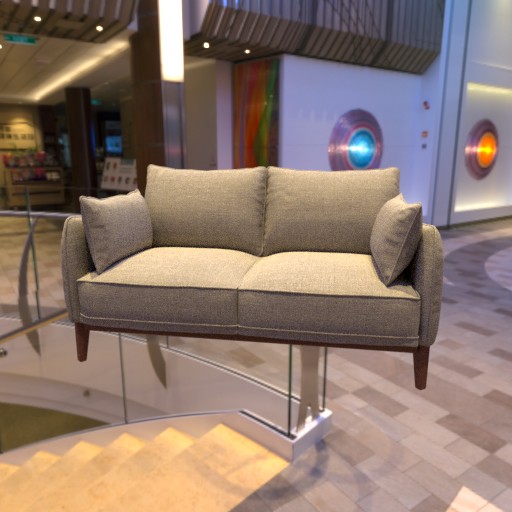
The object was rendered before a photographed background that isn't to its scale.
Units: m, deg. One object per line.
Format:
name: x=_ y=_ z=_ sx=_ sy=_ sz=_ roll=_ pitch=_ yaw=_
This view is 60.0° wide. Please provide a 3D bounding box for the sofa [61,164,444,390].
sofa: x=0.000 y=0.000 z=2.158 sx=1.580 sy=0.851 sz=0.972 roll=2 pitch=13 yaw=9
